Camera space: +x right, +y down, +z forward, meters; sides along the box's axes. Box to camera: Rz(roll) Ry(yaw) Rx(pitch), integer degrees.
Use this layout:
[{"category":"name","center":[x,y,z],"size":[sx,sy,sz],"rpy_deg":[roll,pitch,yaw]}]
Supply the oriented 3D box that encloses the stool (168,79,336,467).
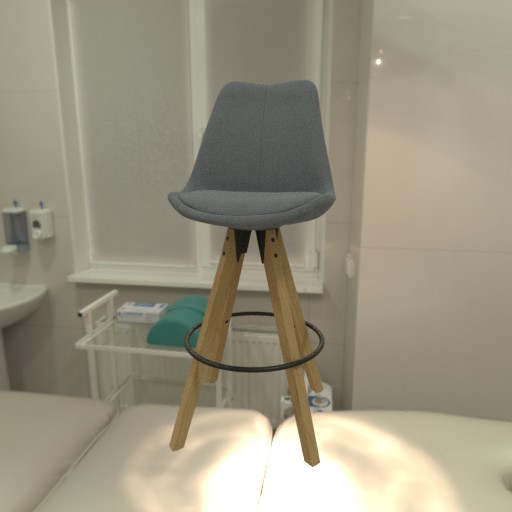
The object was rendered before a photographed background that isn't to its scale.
[{"category":"stool","center":[0.000,0.000,1.408],"size":[0.485,1.115,0.550],"rpy_deg":[2,14,9]}]
